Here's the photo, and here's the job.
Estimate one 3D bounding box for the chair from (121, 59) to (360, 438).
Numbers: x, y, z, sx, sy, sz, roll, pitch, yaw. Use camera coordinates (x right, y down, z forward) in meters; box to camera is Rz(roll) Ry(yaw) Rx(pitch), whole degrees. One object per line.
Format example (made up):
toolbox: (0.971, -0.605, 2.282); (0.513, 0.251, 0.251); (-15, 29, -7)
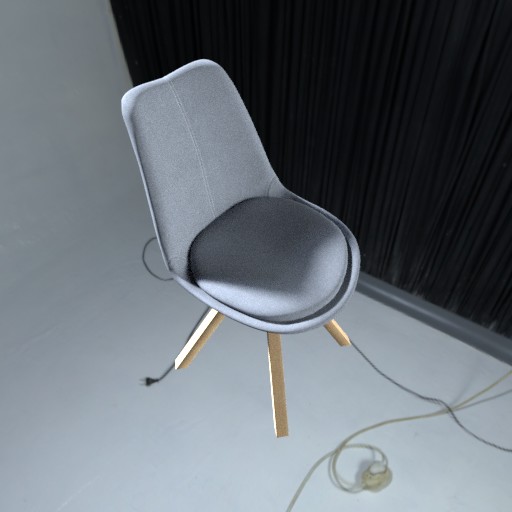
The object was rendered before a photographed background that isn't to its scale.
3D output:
chair: (0.000, 0.000, 1.204); (0.549, 0.863, 0.474); (27, 49, 25)
